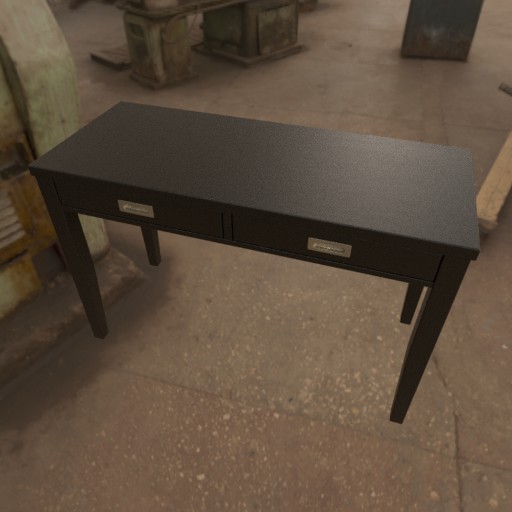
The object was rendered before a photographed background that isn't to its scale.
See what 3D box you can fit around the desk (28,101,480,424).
[{"bbox_3d":[0.000,0.000,1.565,1.220,0.775,0.508,12,42,14],"label":"desk"}]
